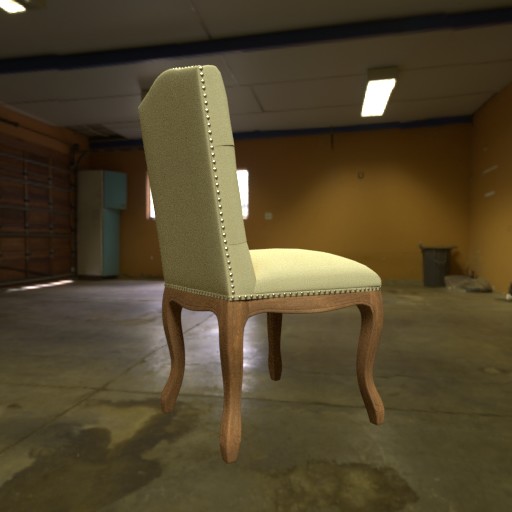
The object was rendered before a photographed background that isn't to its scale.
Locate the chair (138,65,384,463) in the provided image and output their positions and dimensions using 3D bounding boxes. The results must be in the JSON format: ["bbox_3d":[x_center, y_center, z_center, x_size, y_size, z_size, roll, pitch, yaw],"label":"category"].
[{"bbox_3d":[0.000,0.000,1.591,0.715,1.165,0.623,-1,3,-35],"label":"chair"}]
